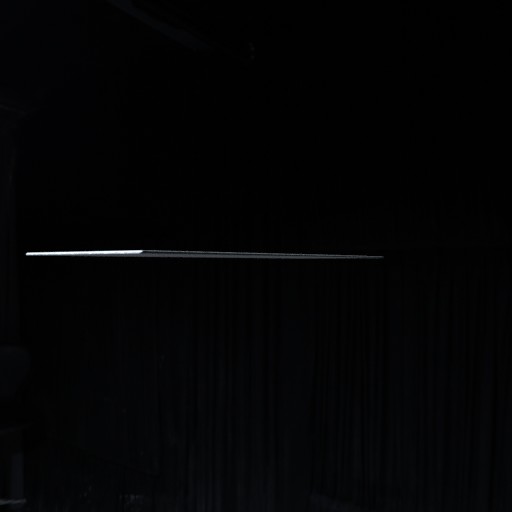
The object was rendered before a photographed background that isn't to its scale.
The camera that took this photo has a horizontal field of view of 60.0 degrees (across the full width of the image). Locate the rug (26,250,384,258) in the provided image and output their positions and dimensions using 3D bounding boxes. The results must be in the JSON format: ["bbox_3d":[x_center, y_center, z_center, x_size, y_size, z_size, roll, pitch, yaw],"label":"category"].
[{"bbox_3d":[0.000,0.000,2.714,0.759,0.012,2.430,0,-1,35],"label":"rug"}]
